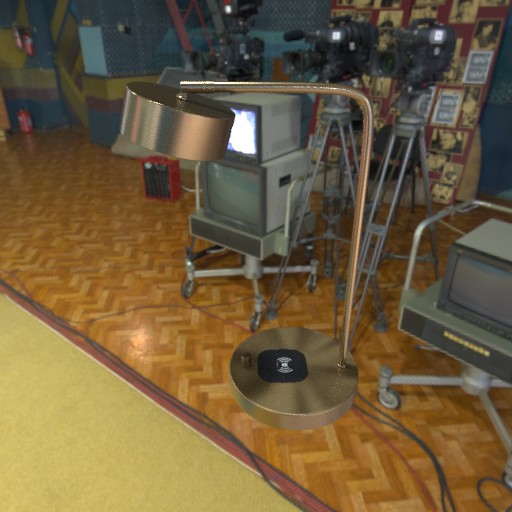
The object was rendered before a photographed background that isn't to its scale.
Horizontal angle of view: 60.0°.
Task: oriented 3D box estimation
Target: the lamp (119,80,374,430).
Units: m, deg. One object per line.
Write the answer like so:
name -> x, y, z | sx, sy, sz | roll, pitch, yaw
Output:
lamp -> 0.000, 0.000, 0.513 | 0.270, 0.380, 0.171 | 0, 28, 0
